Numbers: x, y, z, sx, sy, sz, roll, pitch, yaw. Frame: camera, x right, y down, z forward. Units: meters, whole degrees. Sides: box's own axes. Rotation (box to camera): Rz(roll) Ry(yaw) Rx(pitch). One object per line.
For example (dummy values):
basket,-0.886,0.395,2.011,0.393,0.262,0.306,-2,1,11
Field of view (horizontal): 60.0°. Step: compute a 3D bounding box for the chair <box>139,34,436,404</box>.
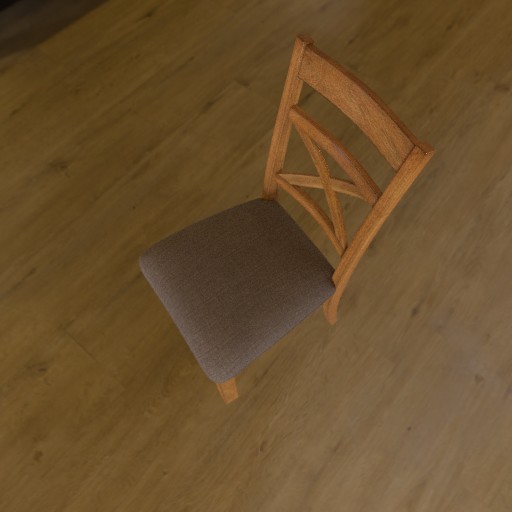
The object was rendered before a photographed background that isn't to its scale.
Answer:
chair,0.000,0.000,1.266,0.581,0.949,0.470,-31,67,-15
